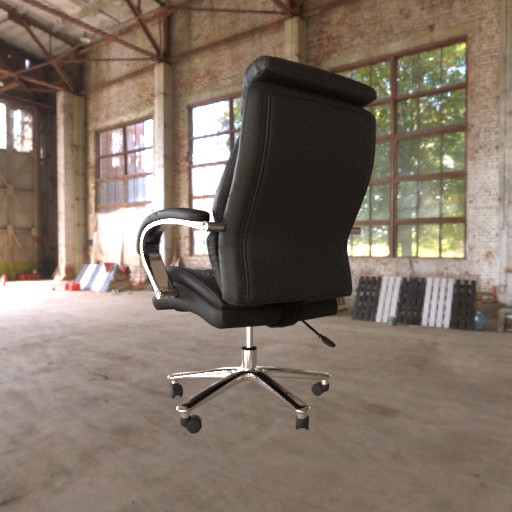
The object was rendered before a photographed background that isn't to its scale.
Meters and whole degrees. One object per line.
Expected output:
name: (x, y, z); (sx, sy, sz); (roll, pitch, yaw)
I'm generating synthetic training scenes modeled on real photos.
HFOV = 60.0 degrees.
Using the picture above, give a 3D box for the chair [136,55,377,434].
chair: (0.000, 0.000, 1.706); (0.755, 1.183, 0.790); (-1, 2, -35)
